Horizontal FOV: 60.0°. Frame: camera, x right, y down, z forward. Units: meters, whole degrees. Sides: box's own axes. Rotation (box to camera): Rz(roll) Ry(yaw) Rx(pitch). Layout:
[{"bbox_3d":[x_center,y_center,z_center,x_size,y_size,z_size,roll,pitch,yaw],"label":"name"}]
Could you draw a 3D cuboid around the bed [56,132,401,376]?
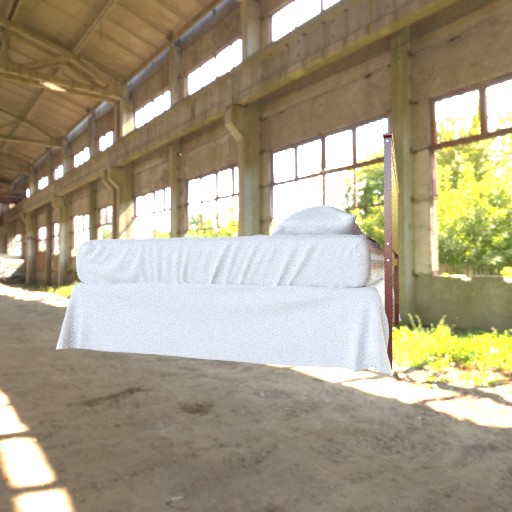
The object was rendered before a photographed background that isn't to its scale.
[{"bbox_3d":[0.000,0.000,3.621,2.219,1.271,2.314,0,-1,19],"label":"bed"}]
